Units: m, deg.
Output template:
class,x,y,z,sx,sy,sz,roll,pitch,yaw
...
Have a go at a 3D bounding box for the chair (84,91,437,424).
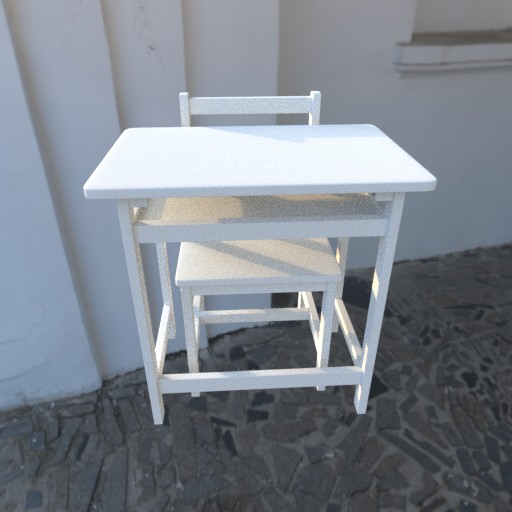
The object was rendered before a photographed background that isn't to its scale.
class,x,y,z,sx,sy,sz,roll,pitch,yaw
chair,0.000,0.000,1.068,0.599,0.673,0.461,-2,30,-3
